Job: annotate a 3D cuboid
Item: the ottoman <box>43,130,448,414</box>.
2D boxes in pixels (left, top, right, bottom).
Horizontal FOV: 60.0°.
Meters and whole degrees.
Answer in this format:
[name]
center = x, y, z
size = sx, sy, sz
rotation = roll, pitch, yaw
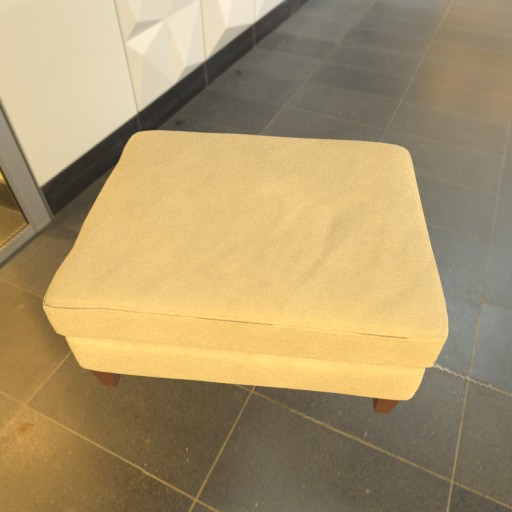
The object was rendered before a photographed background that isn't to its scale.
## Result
[ottoman]
center = 0.000, 0.000, 1.460
size = 1.002, 0.492, 0.836
rotation = 4, 47, 4
